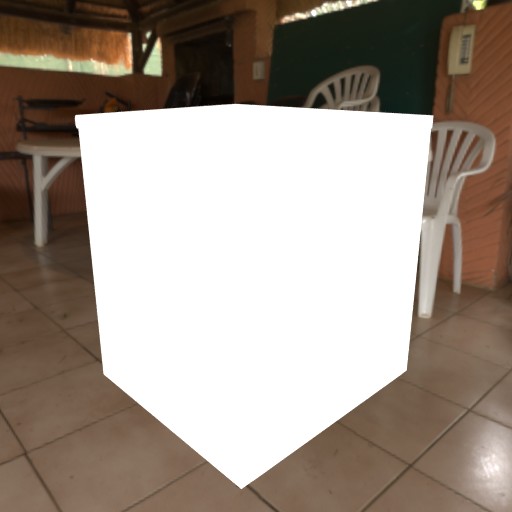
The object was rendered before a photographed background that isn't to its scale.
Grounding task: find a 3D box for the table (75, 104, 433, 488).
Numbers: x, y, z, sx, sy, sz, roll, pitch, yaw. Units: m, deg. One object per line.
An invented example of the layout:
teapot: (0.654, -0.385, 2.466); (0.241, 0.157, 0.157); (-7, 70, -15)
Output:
table: (0.000, 0.000, 0.761); (0.420, 0.460, 0.380); (-14, 21, -42)
